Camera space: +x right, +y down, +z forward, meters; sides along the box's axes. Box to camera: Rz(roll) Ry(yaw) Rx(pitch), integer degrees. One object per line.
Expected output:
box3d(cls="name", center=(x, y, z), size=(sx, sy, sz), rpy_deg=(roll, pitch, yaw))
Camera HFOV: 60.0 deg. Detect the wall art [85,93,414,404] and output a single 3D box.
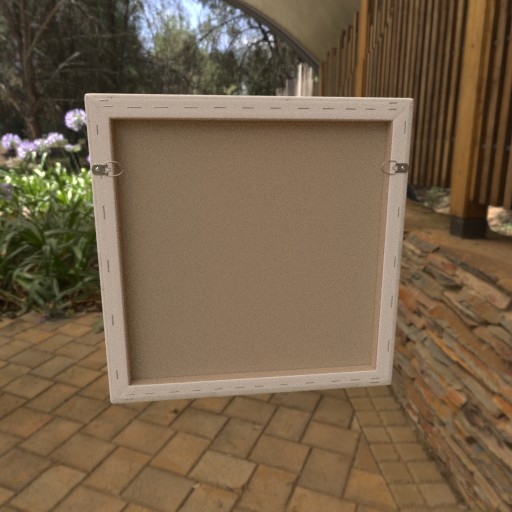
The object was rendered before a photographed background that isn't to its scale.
box3d(cls="wall art", center=(0.000, 0.000, 1.119), size=(0.762, 0.762, 0.038), rpy_deg=(-2, 14, -7))
